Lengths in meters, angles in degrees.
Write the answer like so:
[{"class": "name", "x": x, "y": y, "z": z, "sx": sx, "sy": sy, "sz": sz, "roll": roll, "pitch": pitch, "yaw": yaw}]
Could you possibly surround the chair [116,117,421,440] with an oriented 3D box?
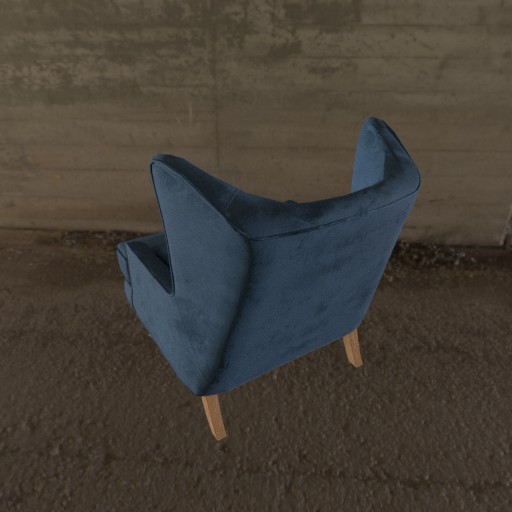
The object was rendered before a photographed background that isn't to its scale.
[{"class": "chair", "x": 0.000, "y": 0.000, "z": 1.613, "sx": 0.793, "sy": 0.952, "sz": 0.910, "roll": -18, "pitch": 35, "yaw": -28}]
